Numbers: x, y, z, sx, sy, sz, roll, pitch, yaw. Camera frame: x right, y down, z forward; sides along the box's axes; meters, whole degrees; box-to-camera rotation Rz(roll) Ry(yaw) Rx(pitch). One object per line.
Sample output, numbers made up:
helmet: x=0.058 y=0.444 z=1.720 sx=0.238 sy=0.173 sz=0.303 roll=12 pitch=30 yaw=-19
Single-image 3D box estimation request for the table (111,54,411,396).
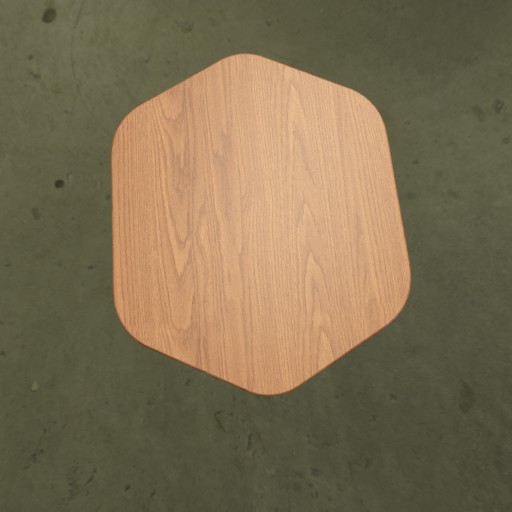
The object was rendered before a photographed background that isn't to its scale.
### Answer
table: x=0.000 y=0.000 z=0.887 sx=0.400 sy=0.562 sz=0.500 roll=-5 pitch=76 yaw=-1
